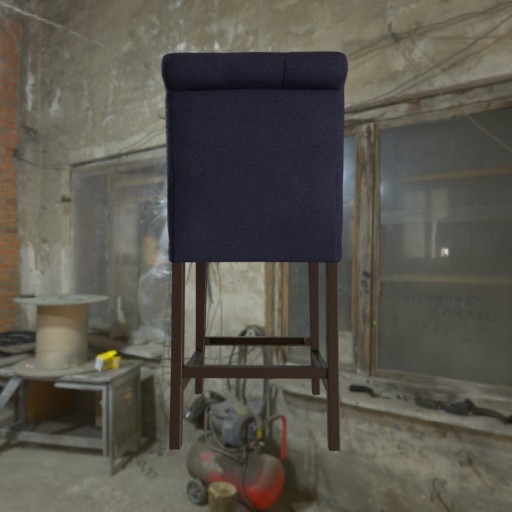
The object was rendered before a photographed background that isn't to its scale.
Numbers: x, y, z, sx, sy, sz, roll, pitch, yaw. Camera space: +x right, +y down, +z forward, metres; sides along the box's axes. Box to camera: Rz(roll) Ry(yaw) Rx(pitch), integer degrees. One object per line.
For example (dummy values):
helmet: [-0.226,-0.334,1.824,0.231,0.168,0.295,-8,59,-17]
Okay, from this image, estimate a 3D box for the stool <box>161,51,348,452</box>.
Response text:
stool: [0.000,0.000,1.354,0.493,1.010,0.601,0,0,1]
